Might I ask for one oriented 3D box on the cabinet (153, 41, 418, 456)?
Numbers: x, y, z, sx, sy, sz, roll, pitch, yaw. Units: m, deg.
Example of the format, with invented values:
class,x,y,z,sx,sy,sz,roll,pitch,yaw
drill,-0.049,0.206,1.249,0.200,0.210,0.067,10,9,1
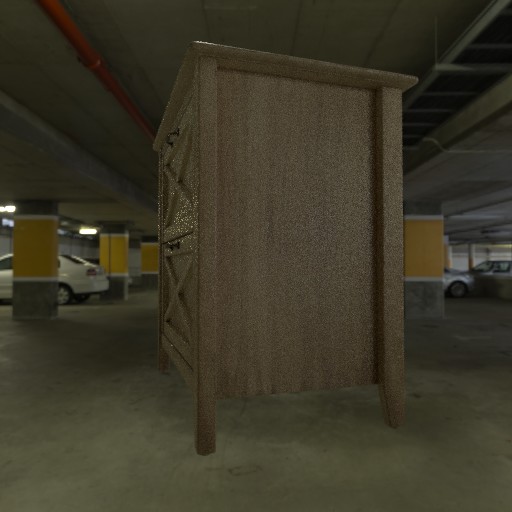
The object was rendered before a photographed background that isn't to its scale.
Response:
class,x,y,z,sx,sy,sz,roll,pitch,yaw
cabinet,0.000,0.000,1.234,0.503,0.762,0.763,0,-1,-18
